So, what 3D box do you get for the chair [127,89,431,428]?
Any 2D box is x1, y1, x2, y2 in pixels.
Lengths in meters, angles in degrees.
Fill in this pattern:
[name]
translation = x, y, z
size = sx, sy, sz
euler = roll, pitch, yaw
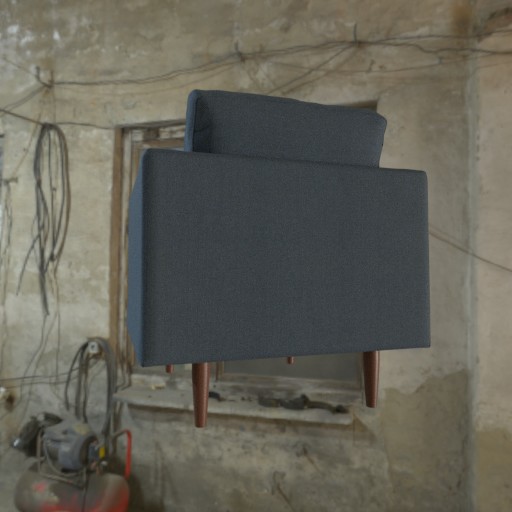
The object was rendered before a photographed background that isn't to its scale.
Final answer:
[chair]
translation = 0.000, 0.000, 1.574
size = 0.855, 0.922, 0.820
euler = 0, -2, -18
